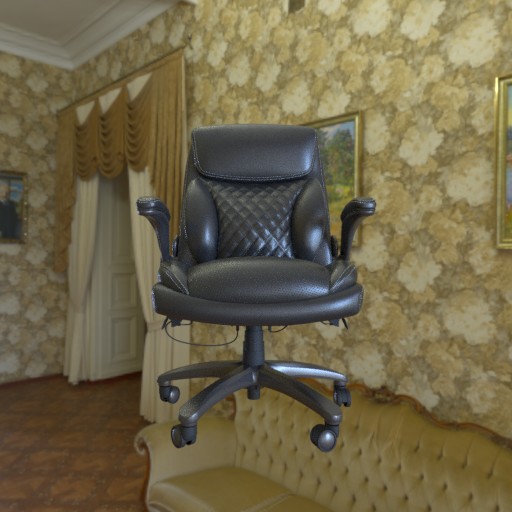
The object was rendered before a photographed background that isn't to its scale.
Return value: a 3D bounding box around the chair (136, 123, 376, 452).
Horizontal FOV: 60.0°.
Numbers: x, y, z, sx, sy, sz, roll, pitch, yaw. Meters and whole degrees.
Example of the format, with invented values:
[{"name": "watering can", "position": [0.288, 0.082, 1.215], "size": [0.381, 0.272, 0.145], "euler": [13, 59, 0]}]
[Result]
[{"name": "chair", "position": [0.000, 0.000, 1.587], "size": [0.782, 1.110, 0.724], "euler": [0, 0, -1]}]
